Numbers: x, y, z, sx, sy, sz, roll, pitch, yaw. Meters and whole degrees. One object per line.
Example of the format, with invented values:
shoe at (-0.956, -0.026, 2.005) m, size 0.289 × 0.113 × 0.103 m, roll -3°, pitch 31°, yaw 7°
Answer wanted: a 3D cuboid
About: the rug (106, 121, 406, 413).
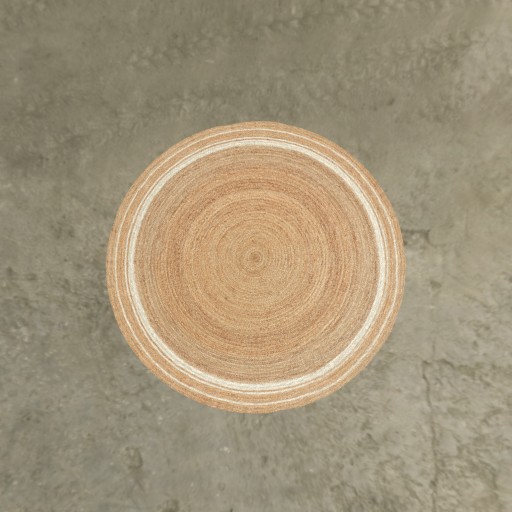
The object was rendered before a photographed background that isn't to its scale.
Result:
rug at (0.000, 0.000, 3.633) m, size 2.444 × 0.015 × 2.444 m, roll 0°, pitch 76°, yaw 0°
